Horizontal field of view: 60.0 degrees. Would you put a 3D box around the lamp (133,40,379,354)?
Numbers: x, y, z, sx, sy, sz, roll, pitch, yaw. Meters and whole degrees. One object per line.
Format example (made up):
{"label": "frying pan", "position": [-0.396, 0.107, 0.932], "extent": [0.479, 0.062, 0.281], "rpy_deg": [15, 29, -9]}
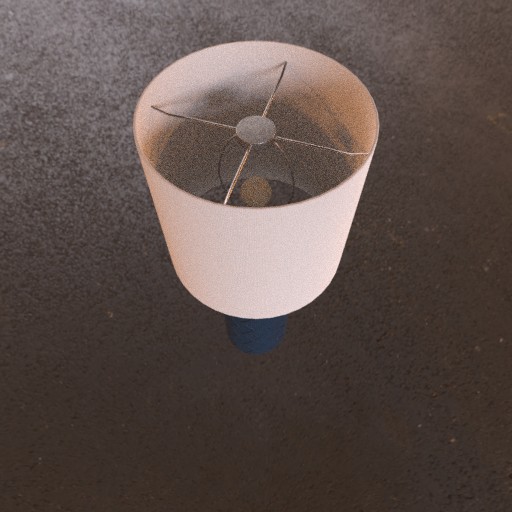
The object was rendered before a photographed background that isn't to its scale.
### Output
{"label": "lamp", "position": [0.000, 0.000, 0.571], "extent": [0.207, 0.461, 0.207], "rpy_deg": [15, 59, 9]}
